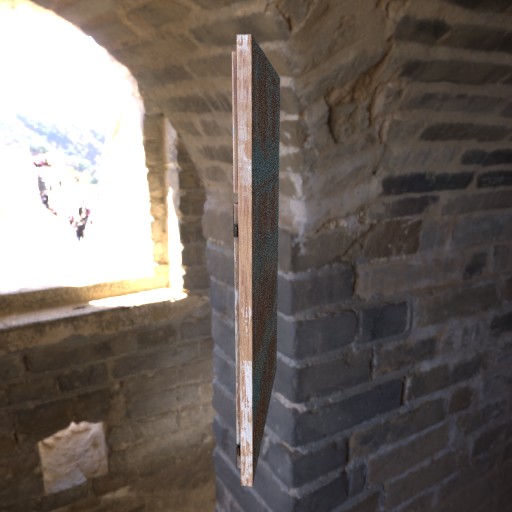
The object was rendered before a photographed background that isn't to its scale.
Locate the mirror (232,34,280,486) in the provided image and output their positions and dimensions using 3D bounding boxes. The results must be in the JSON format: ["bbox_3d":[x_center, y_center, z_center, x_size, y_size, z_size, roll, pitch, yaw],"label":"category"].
[{"bbox_3d":[0.000,0.000,1.494,0.083,1.213,0.707,2,14,8],"label":"mirror"}]
